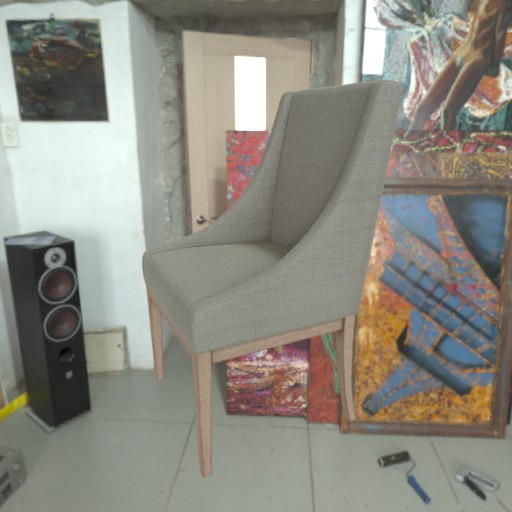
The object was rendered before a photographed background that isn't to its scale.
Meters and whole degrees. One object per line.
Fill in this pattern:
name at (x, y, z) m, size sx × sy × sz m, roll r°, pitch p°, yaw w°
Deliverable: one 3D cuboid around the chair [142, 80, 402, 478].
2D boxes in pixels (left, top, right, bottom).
chair at (0.000, 0.000, 1.398) m, size 0.611 × 1.021 × 0.575 m, roll -8°, pitch 18°, yaw -24°
